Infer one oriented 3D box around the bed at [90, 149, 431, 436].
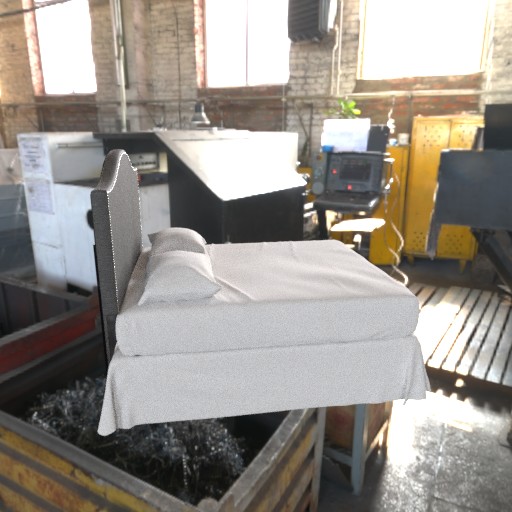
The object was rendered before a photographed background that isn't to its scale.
[{"bbox_3d":[0.000,0.000,3.484,2.221,1.645,1.876,-2,16,-8],"label":"bed"}]
